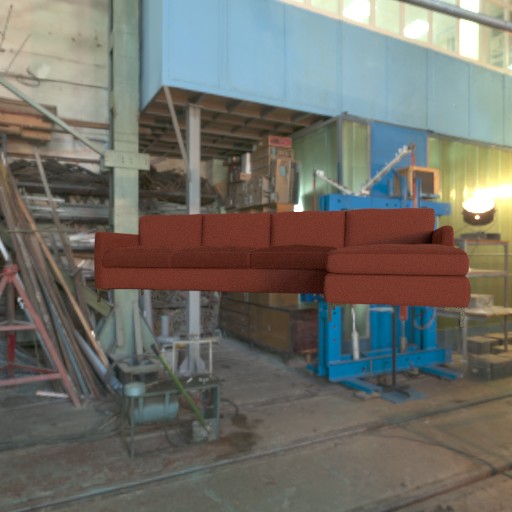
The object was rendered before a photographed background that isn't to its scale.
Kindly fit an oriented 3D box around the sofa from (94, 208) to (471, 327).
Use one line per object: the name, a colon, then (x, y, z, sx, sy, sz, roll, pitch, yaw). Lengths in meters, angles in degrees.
sofa: (0.000, 0.000, 3.536, 2.932, 0.810, 1.350, 0, 0, 17)
